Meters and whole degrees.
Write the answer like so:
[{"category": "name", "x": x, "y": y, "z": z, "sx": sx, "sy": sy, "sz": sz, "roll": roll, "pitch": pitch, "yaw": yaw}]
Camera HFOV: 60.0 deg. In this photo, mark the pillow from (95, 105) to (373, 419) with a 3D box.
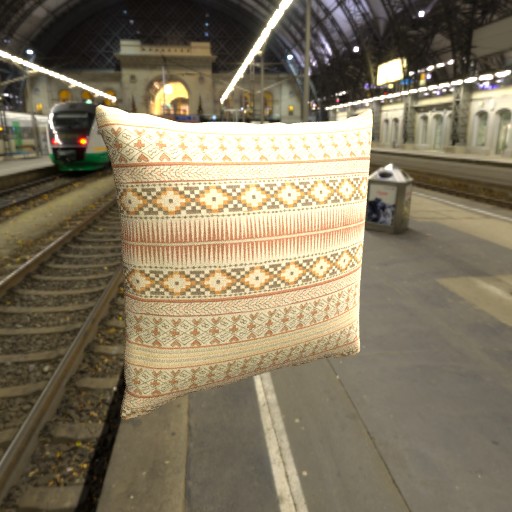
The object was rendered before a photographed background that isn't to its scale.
[{"category": "pillow", "x": 0.000, "y": 0.000, "z": 0.807, "sx": 0.521, "sy": 0.519, "sz": 0.215, "roll": -8, "pitch": 17, "yaw": -27}]
